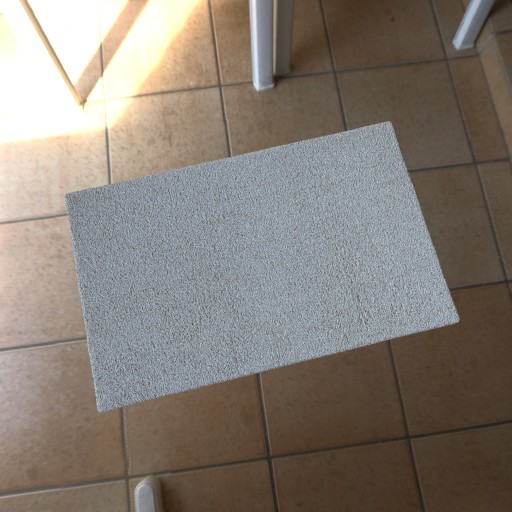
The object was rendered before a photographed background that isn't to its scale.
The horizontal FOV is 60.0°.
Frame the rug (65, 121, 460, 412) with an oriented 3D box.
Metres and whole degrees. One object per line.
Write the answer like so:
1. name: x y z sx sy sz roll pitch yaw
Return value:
1. rug: 0.000 0.000 3.059 2.438 0.030 1.524 -13 77 -3
